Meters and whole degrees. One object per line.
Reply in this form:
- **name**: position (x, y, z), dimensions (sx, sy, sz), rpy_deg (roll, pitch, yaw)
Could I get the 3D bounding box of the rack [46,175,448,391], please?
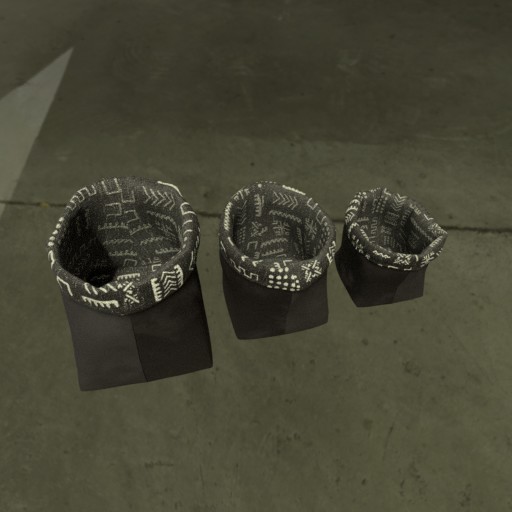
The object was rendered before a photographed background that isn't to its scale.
- **rack**: position (0.000, 0.000, 1.067), dimensions (0.905, 0.323, 0.379), rpy_deg (-10, 48, -9)
